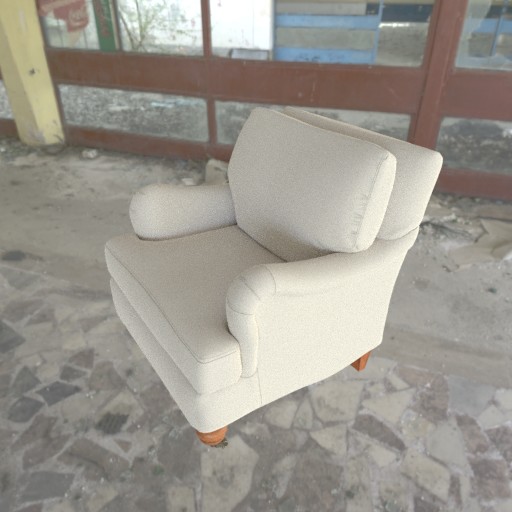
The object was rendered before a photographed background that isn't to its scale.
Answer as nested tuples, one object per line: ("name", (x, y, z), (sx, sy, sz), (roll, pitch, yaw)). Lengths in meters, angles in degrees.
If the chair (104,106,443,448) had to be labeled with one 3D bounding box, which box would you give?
("chair", (0.000, 0.000, 1.885), (1.070, 1.038, 0.955), (-20, 36, -29))
